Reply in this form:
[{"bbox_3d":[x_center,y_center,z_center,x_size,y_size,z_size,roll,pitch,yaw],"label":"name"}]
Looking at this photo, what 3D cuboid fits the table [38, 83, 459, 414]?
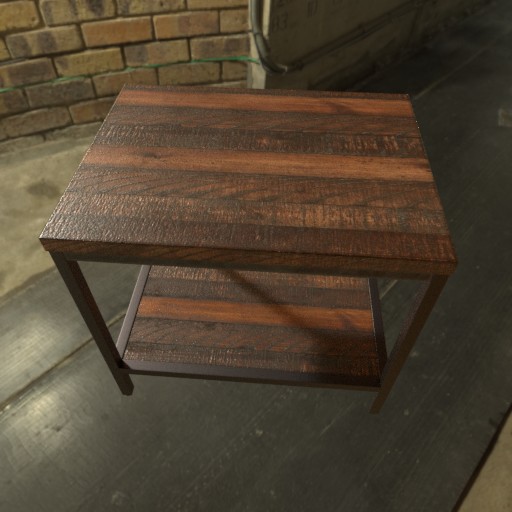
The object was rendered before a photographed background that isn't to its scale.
[{"bbox_3d":[0.000,0.000,1.112,0.678,0.612,0.524,3,48,3],"label":"table"}]
